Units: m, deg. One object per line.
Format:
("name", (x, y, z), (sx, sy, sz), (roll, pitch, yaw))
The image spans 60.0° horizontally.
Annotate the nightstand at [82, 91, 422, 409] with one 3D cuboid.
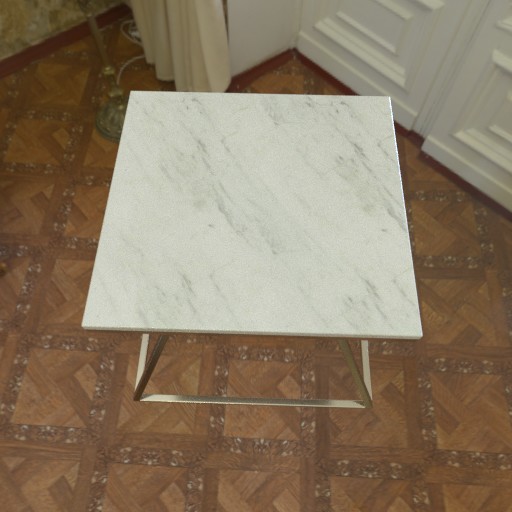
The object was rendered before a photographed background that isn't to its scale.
("nightstand", (0.000, 0.000, 0.882), (0.513, 0.426, 0.514), (2, 64, 1))
